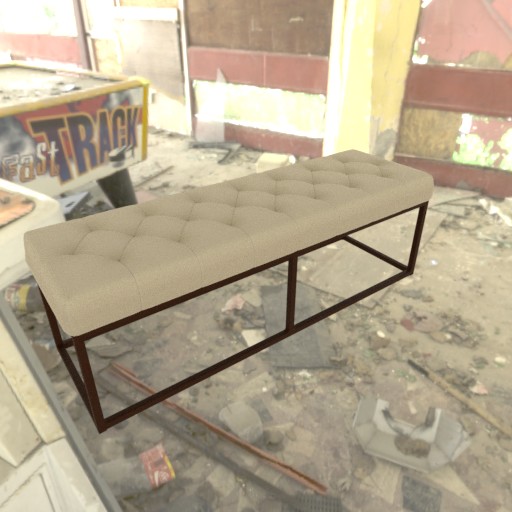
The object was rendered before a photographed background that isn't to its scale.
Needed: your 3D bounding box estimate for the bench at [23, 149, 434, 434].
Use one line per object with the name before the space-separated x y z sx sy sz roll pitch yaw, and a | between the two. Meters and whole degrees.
bench | 0.000 0.000 1.696 1.488 0.488 0.479 -20 36 -31
